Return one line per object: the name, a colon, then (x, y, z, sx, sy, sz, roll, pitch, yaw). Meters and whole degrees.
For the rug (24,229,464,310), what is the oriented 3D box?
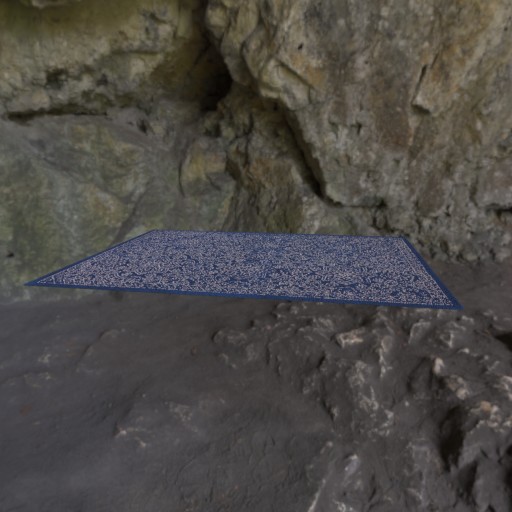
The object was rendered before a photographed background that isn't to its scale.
rug: (0.000, 0.000, 4.159, 3.048, 0.010, 2.438, 2, 13, 10)
